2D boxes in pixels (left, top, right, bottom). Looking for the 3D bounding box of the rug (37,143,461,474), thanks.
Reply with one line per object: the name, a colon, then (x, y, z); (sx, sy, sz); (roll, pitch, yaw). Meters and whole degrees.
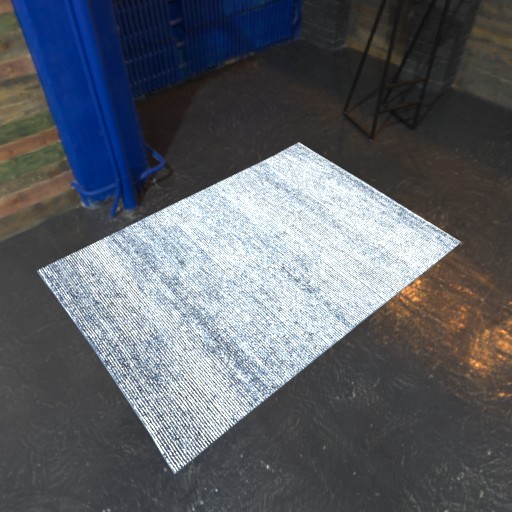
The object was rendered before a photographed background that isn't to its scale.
rug: (0.000, 0.000, 2.962); (2.349, 0.030, 1.624); (-31, 54, -26)
